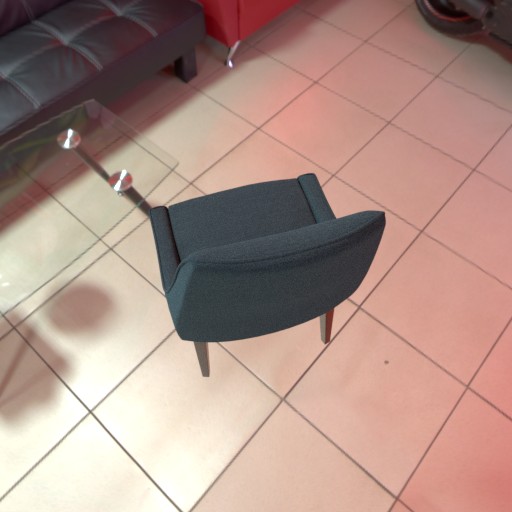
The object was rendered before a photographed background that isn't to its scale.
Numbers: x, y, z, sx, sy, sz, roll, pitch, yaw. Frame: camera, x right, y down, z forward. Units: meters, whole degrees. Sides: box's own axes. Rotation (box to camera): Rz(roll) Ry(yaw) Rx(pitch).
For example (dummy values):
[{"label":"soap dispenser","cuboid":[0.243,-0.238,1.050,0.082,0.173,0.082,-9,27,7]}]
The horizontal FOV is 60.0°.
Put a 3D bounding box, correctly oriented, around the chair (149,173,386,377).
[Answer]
[{"label":"chair","cuboid":[0.000,0.000,1.225,0.529,0.861,0.544,-14,60,-8]}]
